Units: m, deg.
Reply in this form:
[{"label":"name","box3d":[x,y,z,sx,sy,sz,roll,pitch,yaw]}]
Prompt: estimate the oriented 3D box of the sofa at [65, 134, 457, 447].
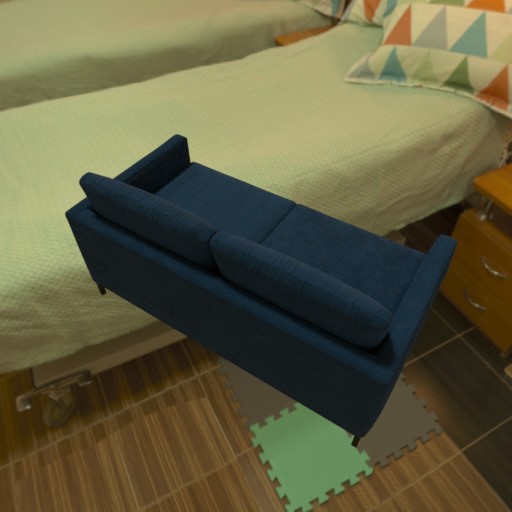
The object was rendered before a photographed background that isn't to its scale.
[{"label":"sofa","box3d":[0.000,0.000,2.221,1.676,0.817,0.875,25,52,22]}]
